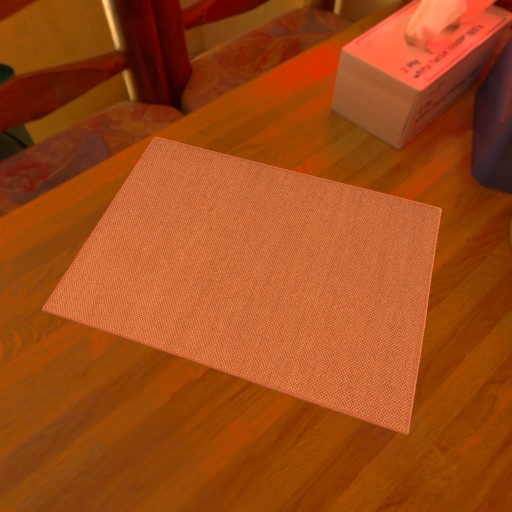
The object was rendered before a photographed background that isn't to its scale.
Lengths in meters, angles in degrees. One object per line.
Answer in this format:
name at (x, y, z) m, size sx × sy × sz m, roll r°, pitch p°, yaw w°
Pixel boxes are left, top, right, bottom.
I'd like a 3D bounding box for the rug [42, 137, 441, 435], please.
rug at (0.000, 0.000, 2.788) m, size 2.134 × 0.013 × 1.524 m, roll 16°, pitch 60°, yaw 10°
